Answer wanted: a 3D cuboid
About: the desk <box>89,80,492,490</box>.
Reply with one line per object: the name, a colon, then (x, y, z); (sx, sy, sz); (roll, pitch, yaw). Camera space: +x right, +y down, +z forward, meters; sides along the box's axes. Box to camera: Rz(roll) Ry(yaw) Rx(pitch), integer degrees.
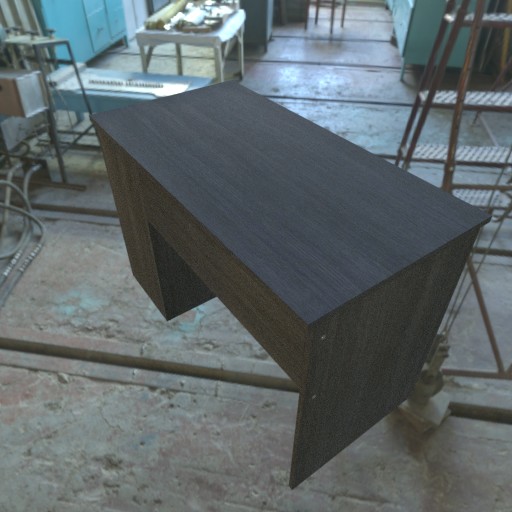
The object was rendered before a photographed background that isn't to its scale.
desk: (0.000, 0.000, 1.473); (0.560, 0.730, 1.096); (-25, 47, -26)
